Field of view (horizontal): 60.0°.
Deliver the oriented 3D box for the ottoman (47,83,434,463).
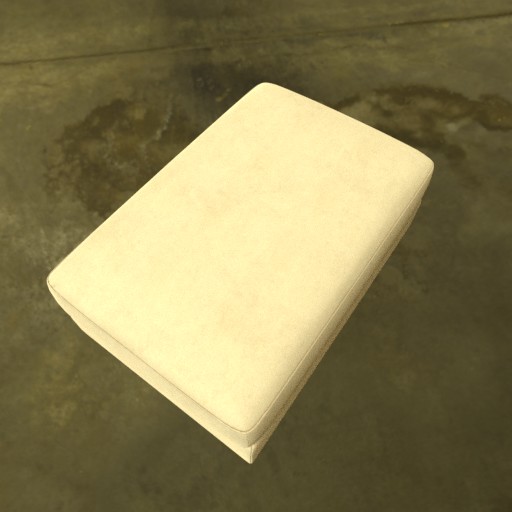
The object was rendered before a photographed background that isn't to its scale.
[{"bbox_3d":[0.000,0.000,1.209,0.584,0.483,0.864,32,64,18],"label":"ottoman"}]
